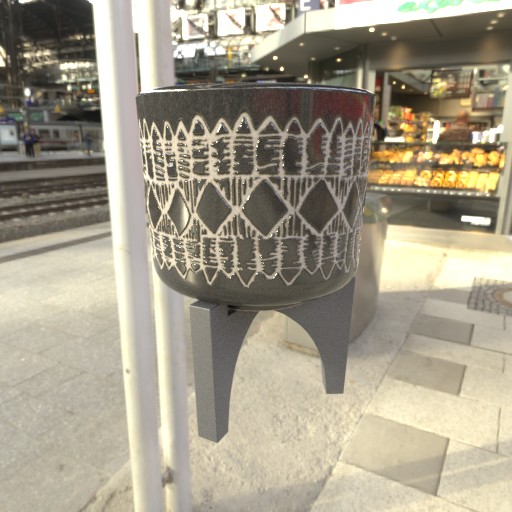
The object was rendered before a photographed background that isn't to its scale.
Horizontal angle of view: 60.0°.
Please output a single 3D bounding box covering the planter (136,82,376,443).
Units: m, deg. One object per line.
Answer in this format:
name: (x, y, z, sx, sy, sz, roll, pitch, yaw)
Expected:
planter: (0.000, 0.000, 0.521, 0.251, 0.355, 0.251, 8, 17, 27)
